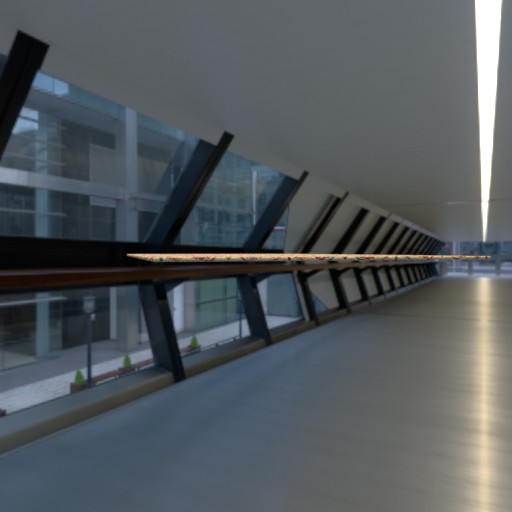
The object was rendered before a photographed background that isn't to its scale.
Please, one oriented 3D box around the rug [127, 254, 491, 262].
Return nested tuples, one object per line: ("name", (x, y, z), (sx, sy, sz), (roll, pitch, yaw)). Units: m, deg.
("rug", (0.000, 0.000, 2.315), (1.226, 0.013, 1.838), (0, 1, -18))
